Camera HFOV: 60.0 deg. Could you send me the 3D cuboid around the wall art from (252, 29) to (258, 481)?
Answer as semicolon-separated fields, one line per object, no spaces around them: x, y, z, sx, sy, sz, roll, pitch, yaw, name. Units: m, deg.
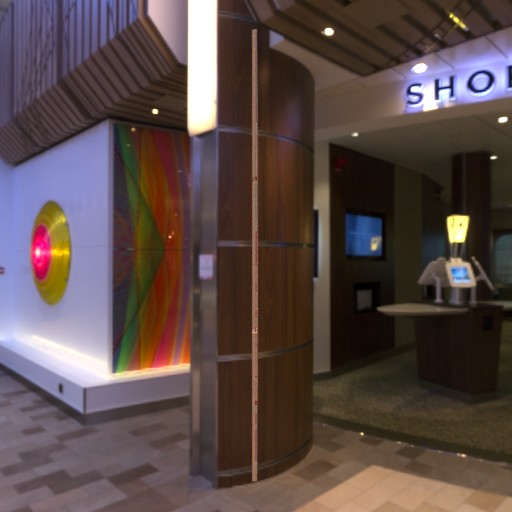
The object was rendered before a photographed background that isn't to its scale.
0.000;0.000;1.804;0.013;1.220;1.216;0;0;0;wall art
